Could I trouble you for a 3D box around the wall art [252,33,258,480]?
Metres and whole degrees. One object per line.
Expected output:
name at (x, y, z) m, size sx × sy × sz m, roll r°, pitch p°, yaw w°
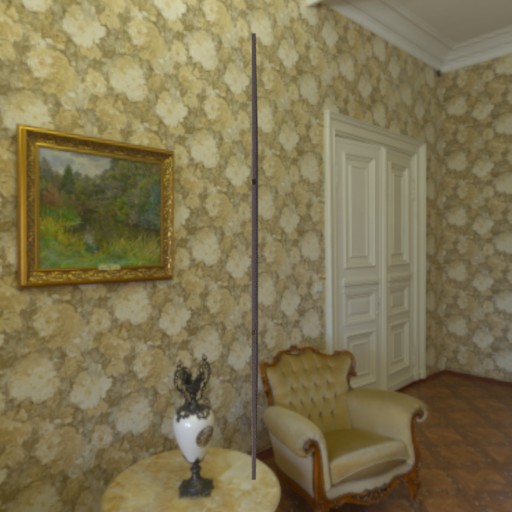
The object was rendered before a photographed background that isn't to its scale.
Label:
wall art at (0.000, 0.000, 2.276) m, size 0.014 × 1.525 × 1.527 m, roll 0°, pitch 0°, yaw 1°
